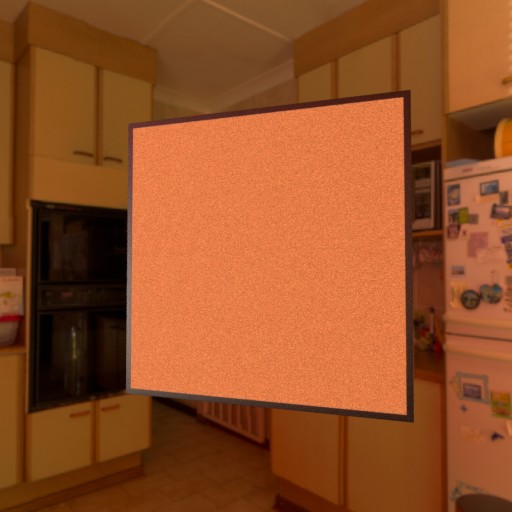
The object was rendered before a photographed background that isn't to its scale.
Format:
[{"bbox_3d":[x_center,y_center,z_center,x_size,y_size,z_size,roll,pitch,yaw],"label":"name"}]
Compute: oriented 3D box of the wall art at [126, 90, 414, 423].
[{"bbox_3d":[0.000,0.000,0.687,0.457,0.458,0.012,-1,-2,18],"label":"wall art"}]
